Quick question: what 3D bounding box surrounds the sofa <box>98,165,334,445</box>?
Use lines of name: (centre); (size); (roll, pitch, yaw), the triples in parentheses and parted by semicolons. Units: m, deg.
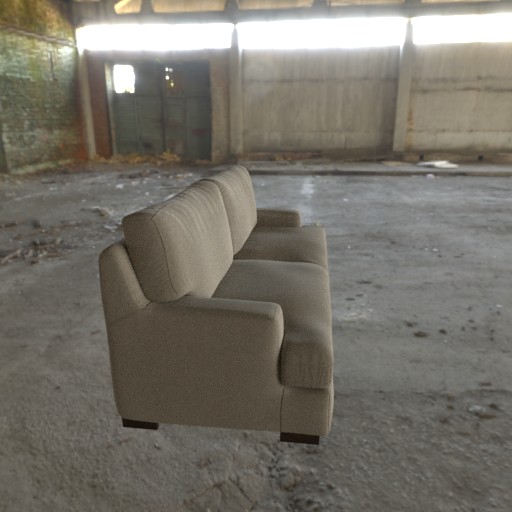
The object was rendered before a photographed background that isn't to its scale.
sofa: (0.000, 0.000, 2.874); (0.962, 0.980, 2.354); (2, 17, 7)
